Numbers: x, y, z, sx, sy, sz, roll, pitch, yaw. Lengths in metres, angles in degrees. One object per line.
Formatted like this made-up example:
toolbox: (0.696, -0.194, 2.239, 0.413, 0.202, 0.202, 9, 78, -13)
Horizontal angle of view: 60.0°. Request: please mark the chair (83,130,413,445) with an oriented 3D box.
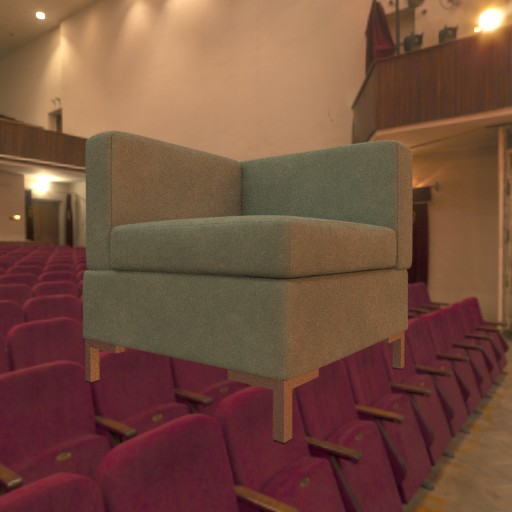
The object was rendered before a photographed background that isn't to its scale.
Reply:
chair: (0.000, 0.000, 1.223, 0.680, 0.660, 0.680, 1, 1, 37)
